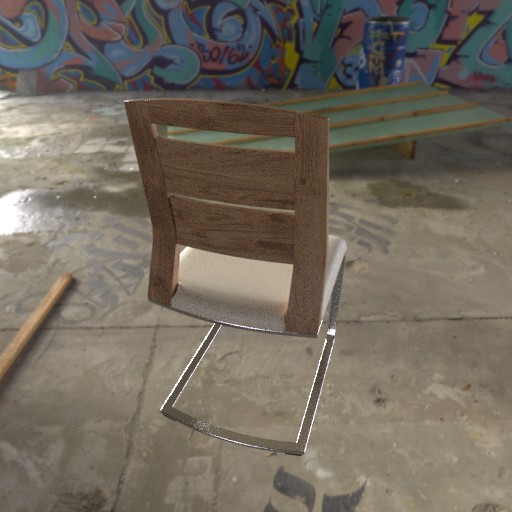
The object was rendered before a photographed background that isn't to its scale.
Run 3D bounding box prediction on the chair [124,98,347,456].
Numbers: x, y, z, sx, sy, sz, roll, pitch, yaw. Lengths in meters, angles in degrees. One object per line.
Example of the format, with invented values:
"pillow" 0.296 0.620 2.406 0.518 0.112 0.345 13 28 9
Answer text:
"chair" 0.000 0.000 1.261 0.457 0.955 0.561 10 33 16
